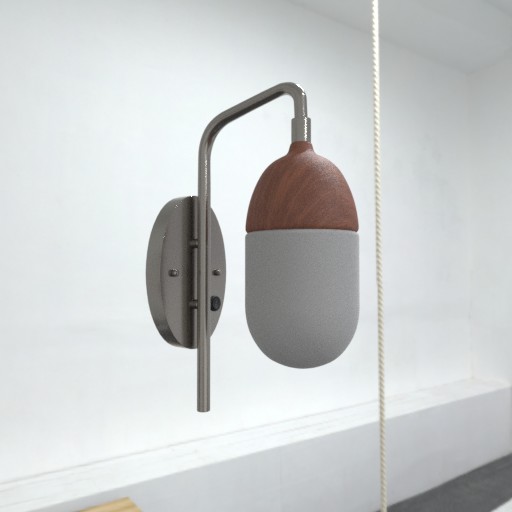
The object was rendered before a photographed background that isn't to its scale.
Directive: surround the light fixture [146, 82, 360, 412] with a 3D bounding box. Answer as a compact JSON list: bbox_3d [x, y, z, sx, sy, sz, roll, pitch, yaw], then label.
[{"bbox_3d":[0.000,0.000,0.457,0.216,0.343,0.108,-1,-2,36],"label":"light fixture"}]
